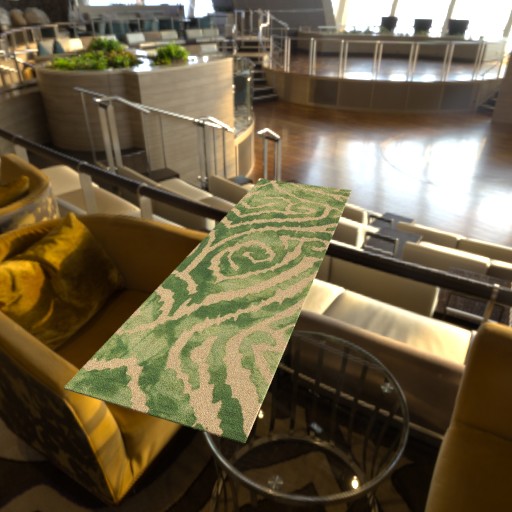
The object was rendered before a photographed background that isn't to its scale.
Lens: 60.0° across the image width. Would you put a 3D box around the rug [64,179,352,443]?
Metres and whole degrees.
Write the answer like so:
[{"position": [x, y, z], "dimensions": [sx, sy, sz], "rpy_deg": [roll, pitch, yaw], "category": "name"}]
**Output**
[{"position": [0.000, 0.000, 2.628], "dimensions": [0.761, 0.006, 2.438], "rpy_deg": [10, 32, 16], "category": "rug"}]
